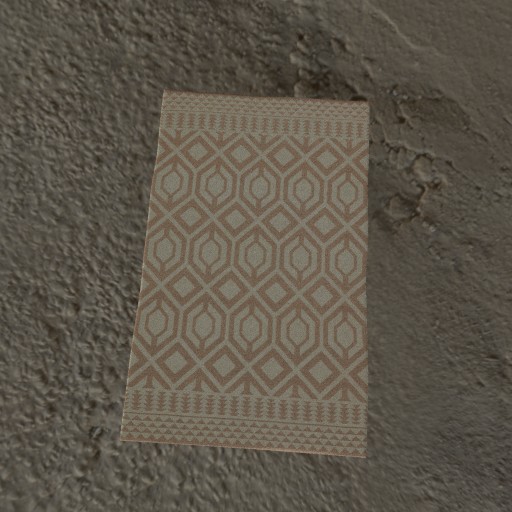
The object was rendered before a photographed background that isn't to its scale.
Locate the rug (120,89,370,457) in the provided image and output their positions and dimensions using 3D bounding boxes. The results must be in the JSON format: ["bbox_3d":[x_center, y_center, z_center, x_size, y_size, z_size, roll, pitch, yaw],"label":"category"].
[{"bbox_3d":[0.000,0.000,2.994,1.526,0.011,2.435,4,77,1],"label":"rug"}]
